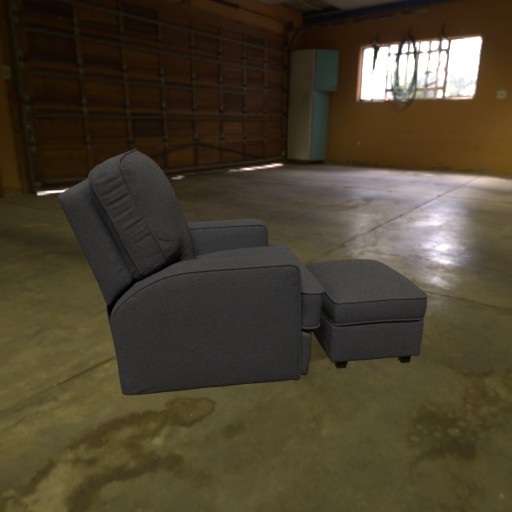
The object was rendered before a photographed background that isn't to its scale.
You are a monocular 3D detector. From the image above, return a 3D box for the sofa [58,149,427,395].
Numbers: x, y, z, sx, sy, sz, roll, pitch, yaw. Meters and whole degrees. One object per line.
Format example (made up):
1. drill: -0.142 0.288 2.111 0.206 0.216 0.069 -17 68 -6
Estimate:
1. sofa: 0.000 0.000 2.053 1.472 0.959 0.861 -3 17 -8
